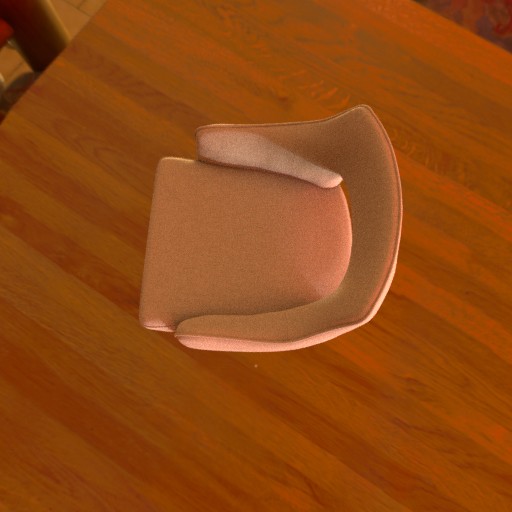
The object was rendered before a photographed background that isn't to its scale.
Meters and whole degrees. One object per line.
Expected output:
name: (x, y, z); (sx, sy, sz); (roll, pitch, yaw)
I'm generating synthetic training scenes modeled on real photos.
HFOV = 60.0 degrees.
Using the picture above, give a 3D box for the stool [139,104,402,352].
stool: (0.000, 0.000, 1.269); (0.560, 0.936, 0.550); (3, 76, 1)
